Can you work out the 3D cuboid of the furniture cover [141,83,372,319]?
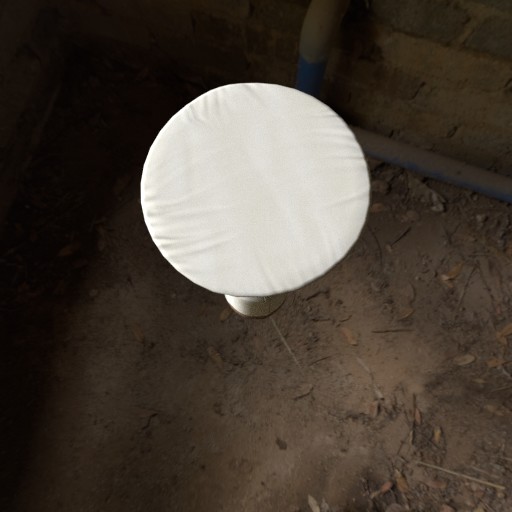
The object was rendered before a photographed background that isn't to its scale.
[{"bbox_3d":[0.000,0.000,2.913,0.914,2.413,0.914,-19,77,-5],"label":"furniture cover"}]
